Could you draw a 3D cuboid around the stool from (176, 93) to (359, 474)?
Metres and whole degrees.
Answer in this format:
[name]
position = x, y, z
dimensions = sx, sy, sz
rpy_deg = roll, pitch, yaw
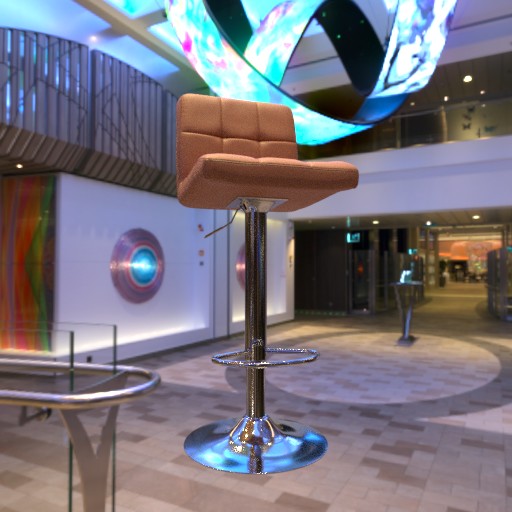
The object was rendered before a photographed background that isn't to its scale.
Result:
[stool]
position = 0.000, 0.000, 1.335
dimensions = 0.430, 1.115, 0.505
rpy_deg = 1, -2, -18
